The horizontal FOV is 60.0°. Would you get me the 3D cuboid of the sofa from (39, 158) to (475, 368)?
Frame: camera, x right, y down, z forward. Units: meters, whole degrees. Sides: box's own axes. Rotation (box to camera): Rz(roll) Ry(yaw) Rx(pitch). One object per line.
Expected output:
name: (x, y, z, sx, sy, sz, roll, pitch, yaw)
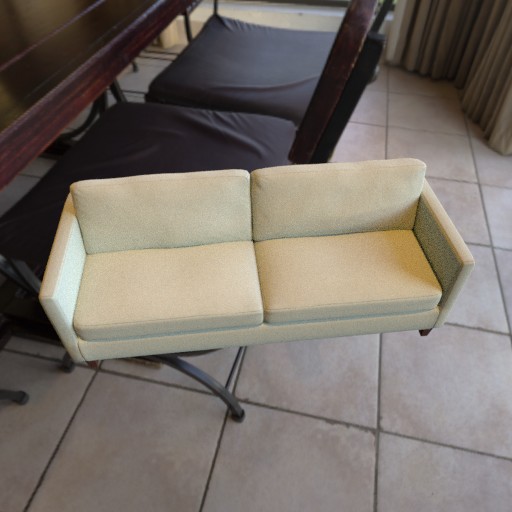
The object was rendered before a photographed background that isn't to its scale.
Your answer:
sofa: (0.000, 0.000, 2.913, 2.434, 0.965, 0.948, -4, 47, -4)
